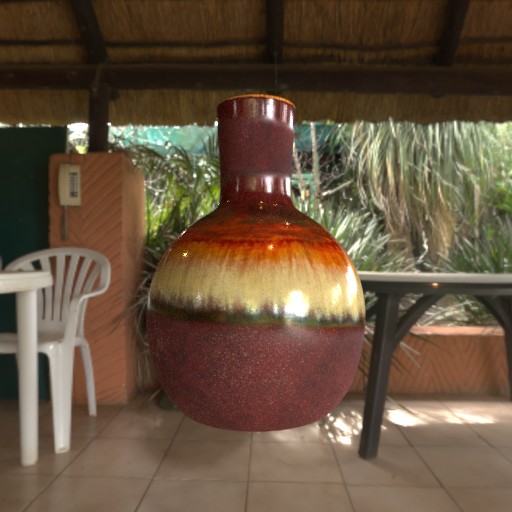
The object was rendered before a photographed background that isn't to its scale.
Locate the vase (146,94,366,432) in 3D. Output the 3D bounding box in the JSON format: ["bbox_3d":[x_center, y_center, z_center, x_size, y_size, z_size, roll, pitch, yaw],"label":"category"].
[{"bbox_3d":[0.000,0.000,0.231,0.111,0.154,0.111,0,0,0],"label":"vase"}]
